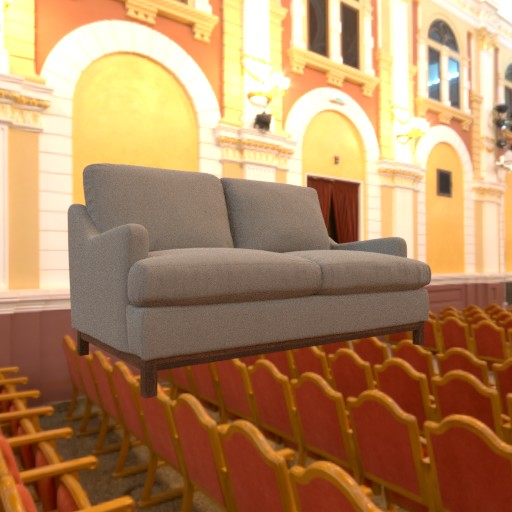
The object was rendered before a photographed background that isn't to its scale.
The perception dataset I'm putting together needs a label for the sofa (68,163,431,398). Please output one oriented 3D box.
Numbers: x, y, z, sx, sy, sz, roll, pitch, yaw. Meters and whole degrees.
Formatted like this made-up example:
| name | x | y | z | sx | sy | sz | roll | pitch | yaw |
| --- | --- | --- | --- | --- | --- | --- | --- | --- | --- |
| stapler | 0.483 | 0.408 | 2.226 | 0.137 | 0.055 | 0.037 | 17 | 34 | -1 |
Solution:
| name | x | y | z | sx | sy | sz | roll | pitch | yaw |
| --- | --- | --- | --- | --- | --- | --- | --- | --- | --- |
| sofa | 0.000 | 0.000 | 2.224 | 1.589 | 0.921 | 0.987 | 0 | -1 | -36 |
